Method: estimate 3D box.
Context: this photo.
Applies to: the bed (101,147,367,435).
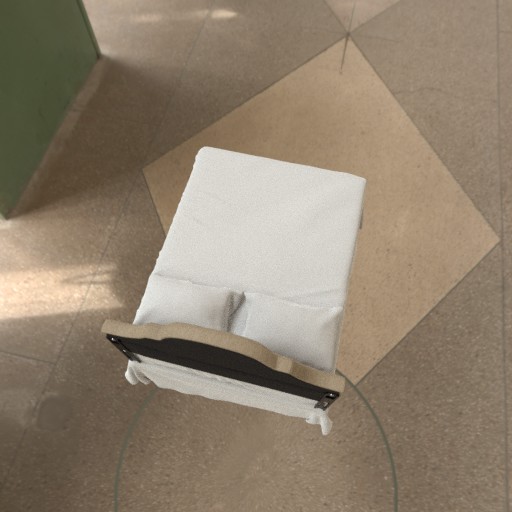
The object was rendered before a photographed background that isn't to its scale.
[{"bbox_3d":[0.000,0.000,3.552,1.780,1.634,2.222,13,64,6],"label":"bed"}]
